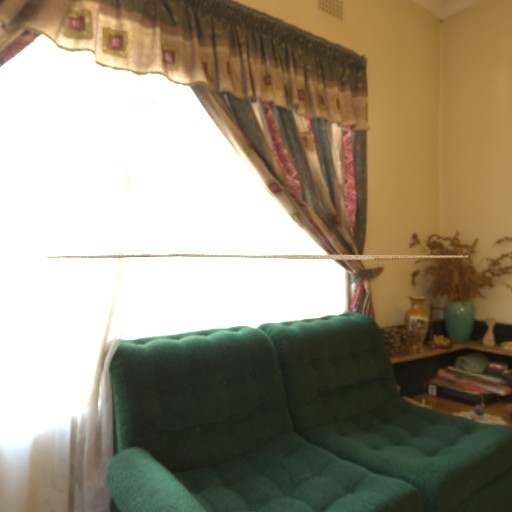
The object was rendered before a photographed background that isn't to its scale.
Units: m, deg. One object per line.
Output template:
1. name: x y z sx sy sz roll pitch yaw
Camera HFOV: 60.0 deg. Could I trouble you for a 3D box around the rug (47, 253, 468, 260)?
1. rug: 0.000 0.000 2.910 2.264 0.030 1.624 0 0 36
